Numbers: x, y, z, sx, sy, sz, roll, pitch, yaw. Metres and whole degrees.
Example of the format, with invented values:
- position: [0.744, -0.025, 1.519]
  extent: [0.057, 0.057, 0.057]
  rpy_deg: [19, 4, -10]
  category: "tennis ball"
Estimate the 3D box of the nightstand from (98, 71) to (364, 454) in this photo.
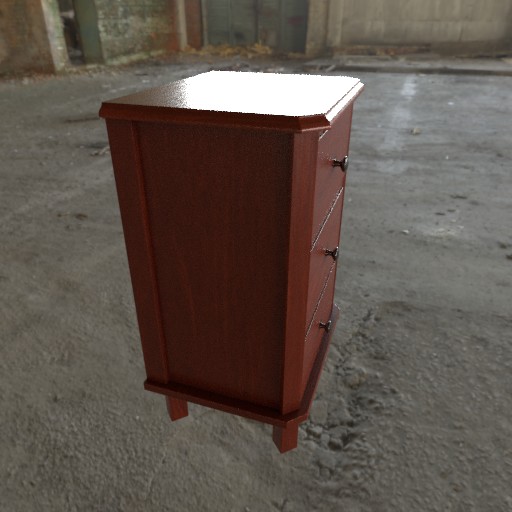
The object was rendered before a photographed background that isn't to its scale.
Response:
- position: [0.000, 0.000, 0.952]
  extent: [0.351, 0.681, 0.435]
  rpy_deg: [10, 30, 17]
  category: "nightstand"
